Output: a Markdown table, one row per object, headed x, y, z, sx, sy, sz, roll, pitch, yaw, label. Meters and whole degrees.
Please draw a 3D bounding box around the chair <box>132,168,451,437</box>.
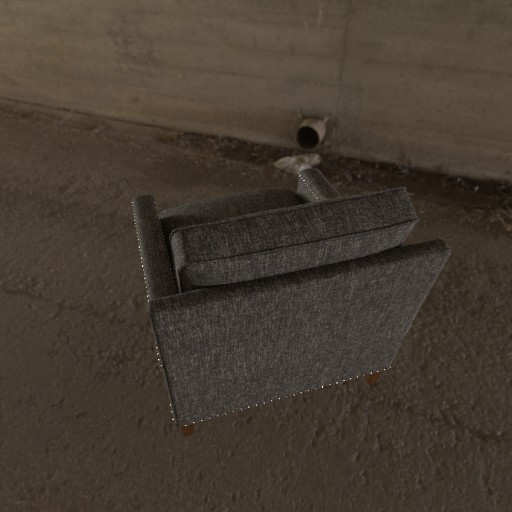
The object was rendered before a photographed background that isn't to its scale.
| x | y | z | sx | sy | sz | roll | pitch | yaw | label |
| --- | --- | --- | --- | --- | --- | --- | --- | --- | --- |
| 0.000 | 0.000 | 1.721 | 0.853 | 0.943 | 1.014 | -11 | 42 | -13 | chair |
